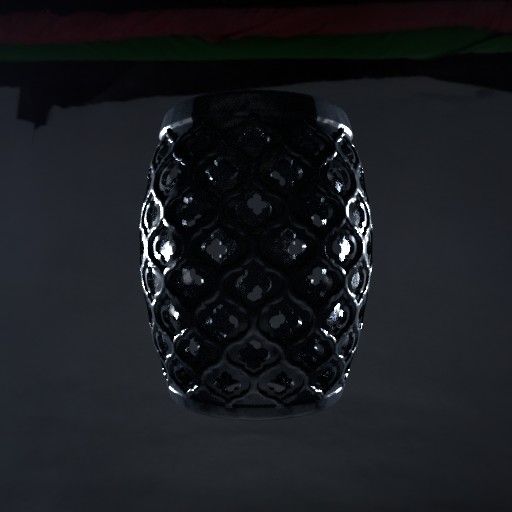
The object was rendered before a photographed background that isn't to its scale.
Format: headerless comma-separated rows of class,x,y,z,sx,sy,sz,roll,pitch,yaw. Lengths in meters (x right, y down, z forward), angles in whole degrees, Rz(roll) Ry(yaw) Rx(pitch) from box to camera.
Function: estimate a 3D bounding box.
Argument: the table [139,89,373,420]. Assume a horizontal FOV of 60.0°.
table,0.000,0.000,0.638,0.325,0.388,0.325,0,0,0
